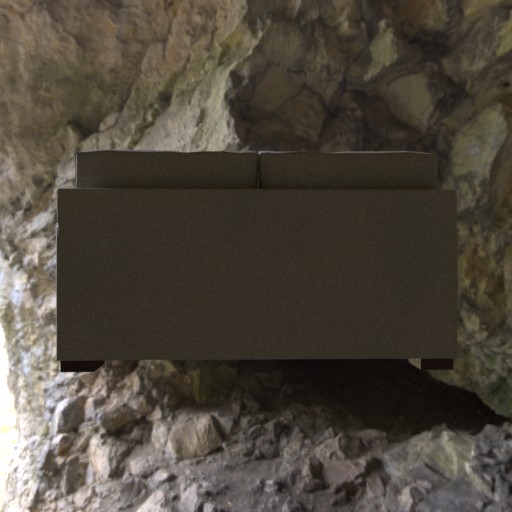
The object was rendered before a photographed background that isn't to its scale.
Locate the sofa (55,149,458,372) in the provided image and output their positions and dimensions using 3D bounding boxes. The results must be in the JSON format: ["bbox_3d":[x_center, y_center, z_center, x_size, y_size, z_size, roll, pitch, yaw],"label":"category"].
[{"bbox_3d":[0.000,0.000,2.090,1.484,0.853,0.940,0,0,-1],"label":"sofa"}]
